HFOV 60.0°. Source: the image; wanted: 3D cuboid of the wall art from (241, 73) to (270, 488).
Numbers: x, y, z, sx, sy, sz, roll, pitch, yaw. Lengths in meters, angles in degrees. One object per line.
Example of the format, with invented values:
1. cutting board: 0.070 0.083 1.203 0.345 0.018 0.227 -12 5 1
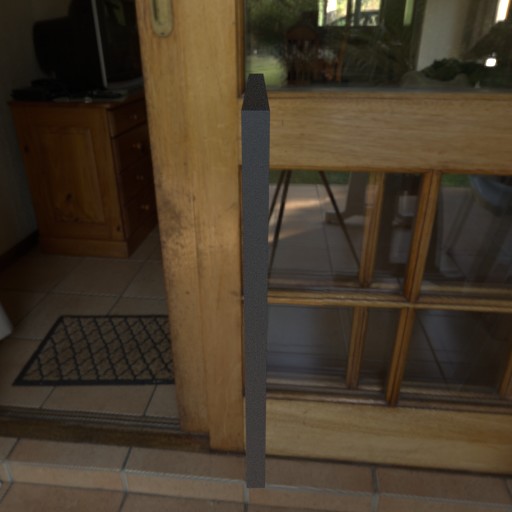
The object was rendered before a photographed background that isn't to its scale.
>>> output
1. wall art: 0.000 0.000 0.529 0.019 0.381 0.330 0 26 0
